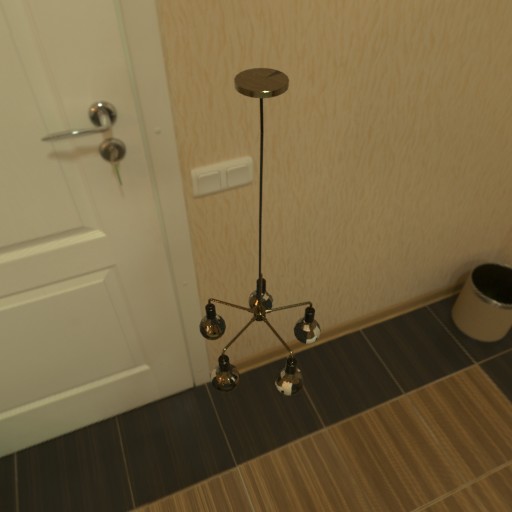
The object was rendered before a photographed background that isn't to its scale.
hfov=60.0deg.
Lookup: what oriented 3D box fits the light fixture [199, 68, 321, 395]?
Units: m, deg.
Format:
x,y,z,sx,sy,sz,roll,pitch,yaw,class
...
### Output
x,y,z,sx,sy,sz,roll,pitch,yaw,class
0.000,0.000,1.234,0.438,0.988,0.421,30,53,26,light fixture
